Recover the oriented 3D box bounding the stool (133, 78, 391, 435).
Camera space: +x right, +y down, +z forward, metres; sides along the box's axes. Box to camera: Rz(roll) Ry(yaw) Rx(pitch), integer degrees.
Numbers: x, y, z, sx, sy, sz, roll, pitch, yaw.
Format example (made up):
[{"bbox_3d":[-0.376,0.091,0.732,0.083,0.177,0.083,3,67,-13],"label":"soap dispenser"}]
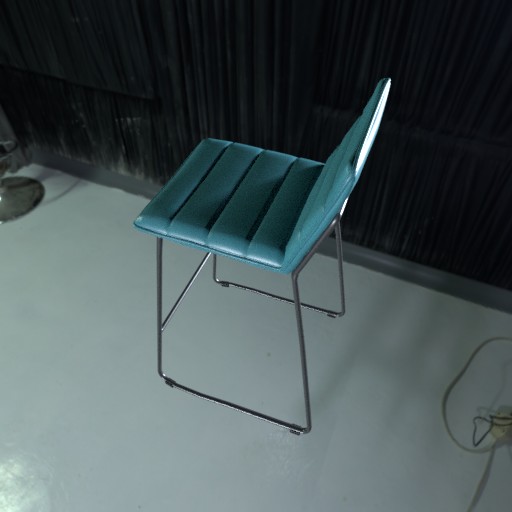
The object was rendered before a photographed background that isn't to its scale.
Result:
[{"bbox_3d":[0.000,0.000,1.227,0.524,0.936,0.489,15,48,14],"label":"stool"}]
